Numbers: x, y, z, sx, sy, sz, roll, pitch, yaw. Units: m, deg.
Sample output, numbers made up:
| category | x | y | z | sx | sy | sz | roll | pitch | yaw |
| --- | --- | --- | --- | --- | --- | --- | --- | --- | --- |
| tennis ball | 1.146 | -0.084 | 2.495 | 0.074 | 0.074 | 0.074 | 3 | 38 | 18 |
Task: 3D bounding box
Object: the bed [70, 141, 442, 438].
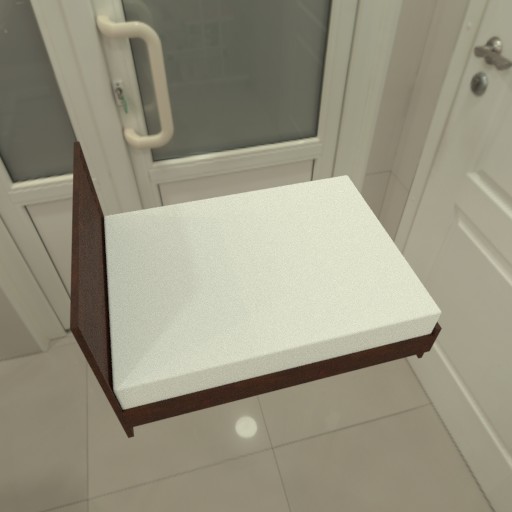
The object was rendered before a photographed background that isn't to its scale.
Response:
| category | x | y | z | sx | sy | sz | roll | pitch | yaw |
| --- | --- | --- | --- | --- | --- | --- | --- | --- | --- |
| bed | 0.000 | 0.000 | 3.200 | 2.184 | 1.270 | 1.600 | -11 | 48 | -10 |
